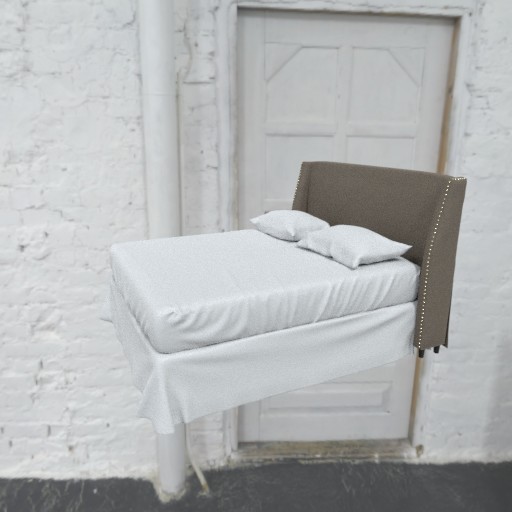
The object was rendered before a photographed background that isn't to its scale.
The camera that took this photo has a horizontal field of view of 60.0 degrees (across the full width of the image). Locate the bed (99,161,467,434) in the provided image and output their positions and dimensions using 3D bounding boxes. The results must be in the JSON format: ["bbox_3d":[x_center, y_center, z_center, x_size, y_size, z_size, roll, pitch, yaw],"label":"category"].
[{"bbox_3d":[0.000,0.000,3.497,2.276,1.332,1.925,-8,17,-25],"label":"bed"}]
